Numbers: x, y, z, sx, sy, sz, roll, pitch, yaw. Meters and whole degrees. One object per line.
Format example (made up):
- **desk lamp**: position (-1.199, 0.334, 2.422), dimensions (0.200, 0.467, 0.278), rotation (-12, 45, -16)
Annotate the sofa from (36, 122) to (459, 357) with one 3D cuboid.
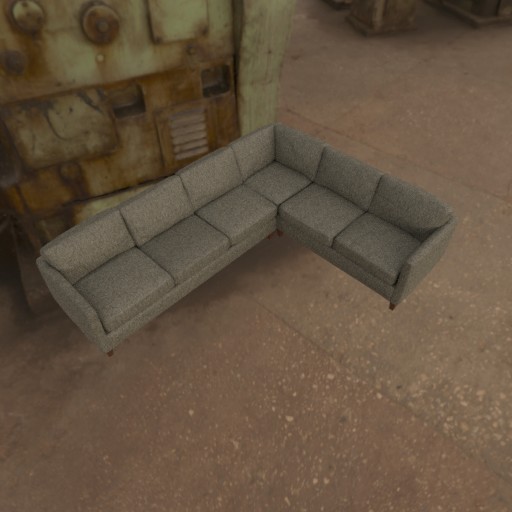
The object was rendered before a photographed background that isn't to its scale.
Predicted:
- **sofa**: position (0.000, 0.000, 4.434), dimensions (2.593, 0.947, 3.302), rotation (35, 56, 29)
